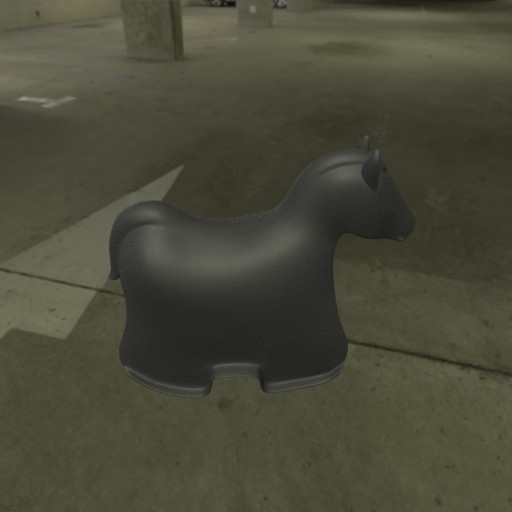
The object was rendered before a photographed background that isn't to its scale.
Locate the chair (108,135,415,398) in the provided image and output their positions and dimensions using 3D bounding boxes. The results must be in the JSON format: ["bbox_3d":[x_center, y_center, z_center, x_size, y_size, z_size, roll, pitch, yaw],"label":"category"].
[{"bbox_3d":[0.000,0.000,1.176,0.800,0.612,0.429,-1,32,-1],"label":"chair"}]
